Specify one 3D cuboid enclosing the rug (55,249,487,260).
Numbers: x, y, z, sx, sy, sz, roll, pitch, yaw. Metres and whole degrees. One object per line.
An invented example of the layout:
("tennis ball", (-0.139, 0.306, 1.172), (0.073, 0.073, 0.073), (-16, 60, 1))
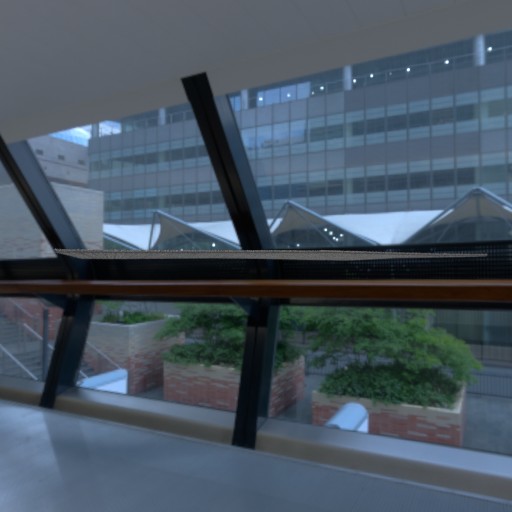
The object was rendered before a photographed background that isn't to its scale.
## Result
("rug", (0.000, 0.000, 2.976), (2.307, 0.030, 1.604), (0, -1, -18))
